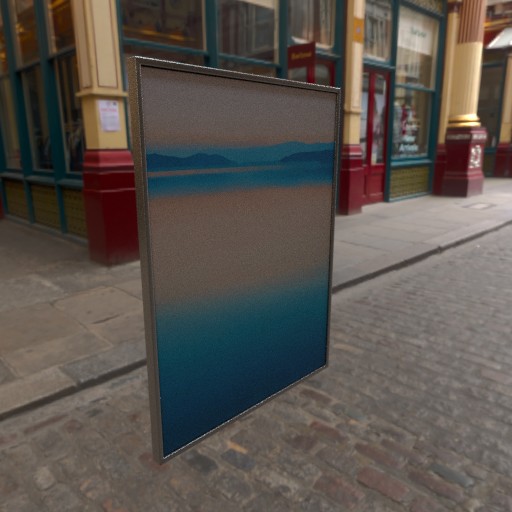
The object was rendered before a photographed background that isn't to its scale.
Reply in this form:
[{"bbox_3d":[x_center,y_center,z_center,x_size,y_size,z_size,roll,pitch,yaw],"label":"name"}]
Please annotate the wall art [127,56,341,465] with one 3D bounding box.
[{"bbox_3d":[0.000,0.000,1.399,0.037,1.062,0.801,13,19,43],"label":"wall art"}]
